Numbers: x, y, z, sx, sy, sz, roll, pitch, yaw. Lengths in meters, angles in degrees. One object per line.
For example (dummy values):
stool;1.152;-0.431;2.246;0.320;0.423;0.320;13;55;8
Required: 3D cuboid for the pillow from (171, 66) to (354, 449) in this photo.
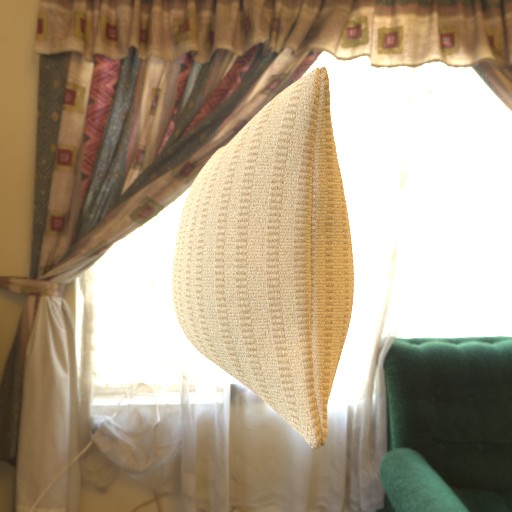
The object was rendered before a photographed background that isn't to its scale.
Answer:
pillow;0.000;0.000;0.683;0.247;0.419;0.438;0;0;-19
